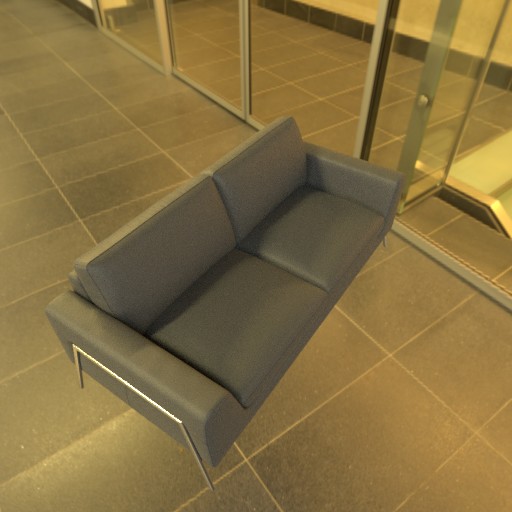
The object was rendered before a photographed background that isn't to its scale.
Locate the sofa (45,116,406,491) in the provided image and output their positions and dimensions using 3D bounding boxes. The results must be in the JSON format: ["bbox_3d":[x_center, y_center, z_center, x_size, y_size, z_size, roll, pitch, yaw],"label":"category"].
[{"bbox_3d":[0.000,0.000,2.502,0.953,0.875,2.017,25,49,24],"label":"sofa"}]
